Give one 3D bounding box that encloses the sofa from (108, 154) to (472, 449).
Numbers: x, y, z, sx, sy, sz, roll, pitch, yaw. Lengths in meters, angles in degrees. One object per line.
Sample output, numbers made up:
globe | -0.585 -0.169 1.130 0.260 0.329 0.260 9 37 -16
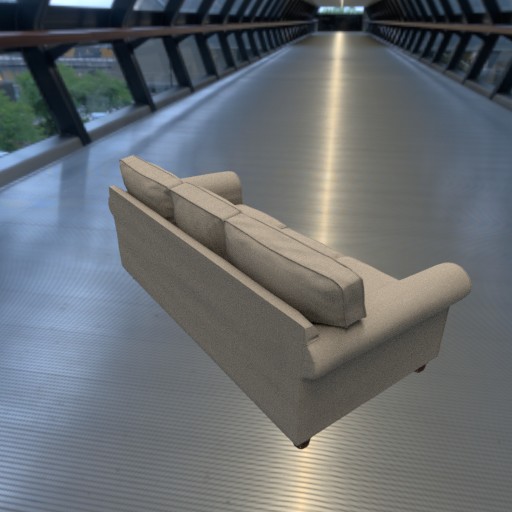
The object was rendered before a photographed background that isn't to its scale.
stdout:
sofa | 0.000 0.000 2.605 0.998 0.889 2.118 -18 32 -32
